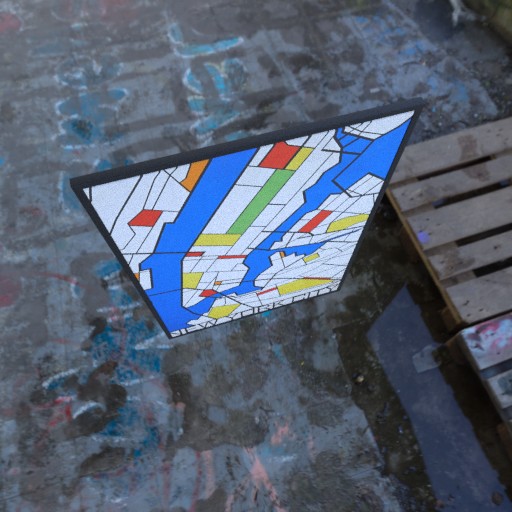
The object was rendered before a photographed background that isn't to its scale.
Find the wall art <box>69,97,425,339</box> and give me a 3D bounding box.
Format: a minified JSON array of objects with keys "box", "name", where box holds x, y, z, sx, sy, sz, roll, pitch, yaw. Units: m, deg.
[{"box":[0.000,0.000,0.850,0.460,0.660,0.013,-15,65,-7],"name":"wall art"}]
